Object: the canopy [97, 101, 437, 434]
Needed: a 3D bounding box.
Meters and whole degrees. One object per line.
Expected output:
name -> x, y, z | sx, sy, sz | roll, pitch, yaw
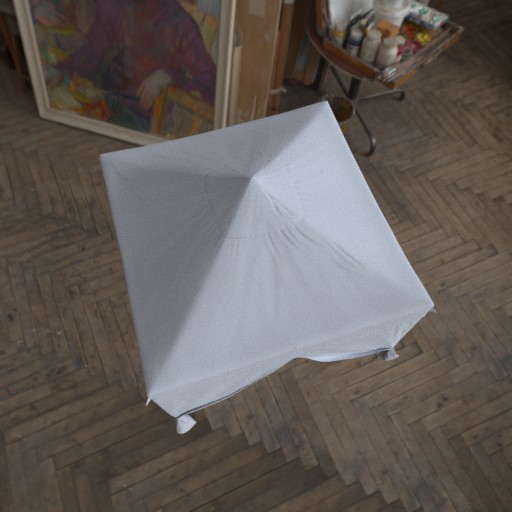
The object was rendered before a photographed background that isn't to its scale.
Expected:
canopy -> 0.000, 0.000, 5.404 | 3.043, 2.997, 3.121 | -16, 65, -8
